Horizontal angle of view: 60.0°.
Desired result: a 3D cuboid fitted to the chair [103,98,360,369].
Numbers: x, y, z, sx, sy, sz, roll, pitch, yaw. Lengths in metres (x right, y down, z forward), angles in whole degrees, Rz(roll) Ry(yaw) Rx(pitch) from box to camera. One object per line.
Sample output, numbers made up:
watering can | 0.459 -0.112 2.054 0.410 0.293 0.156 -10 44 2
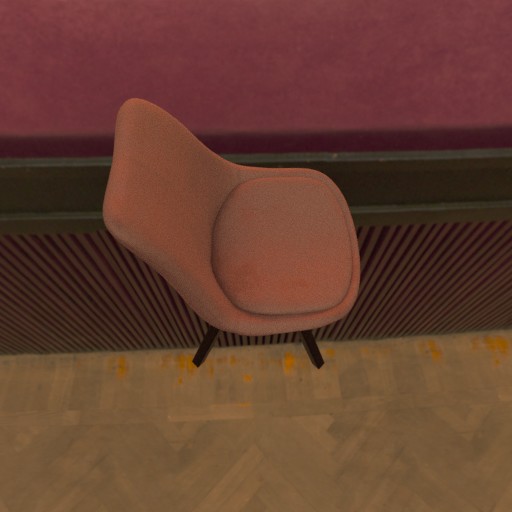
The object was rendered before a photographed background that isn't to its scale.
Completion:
chair | 0.000 0.000 1.205 0.547 0.865 0.483 -1 64 0
